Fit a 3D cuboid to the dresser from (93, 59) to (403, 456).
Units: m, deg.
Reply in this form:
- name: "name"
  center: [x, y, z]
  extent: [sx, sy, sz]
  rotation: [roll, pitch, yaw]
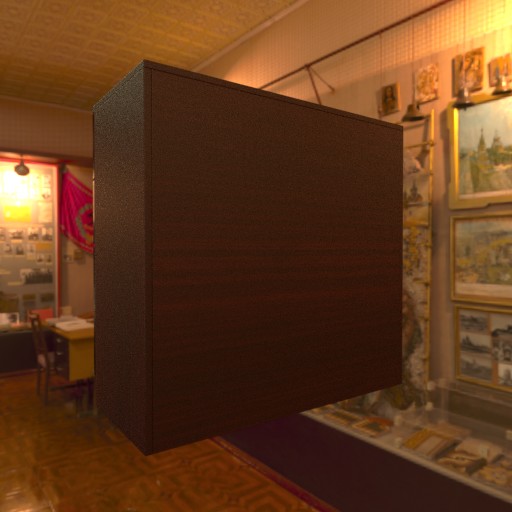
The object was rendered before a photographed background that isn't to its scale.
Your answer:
- name: "dresser"
  center: [0.000, 0.000, 1.166]
  extent: [0.750, 0.720, 0.360]
  rotation: [-1, 1, -35]
